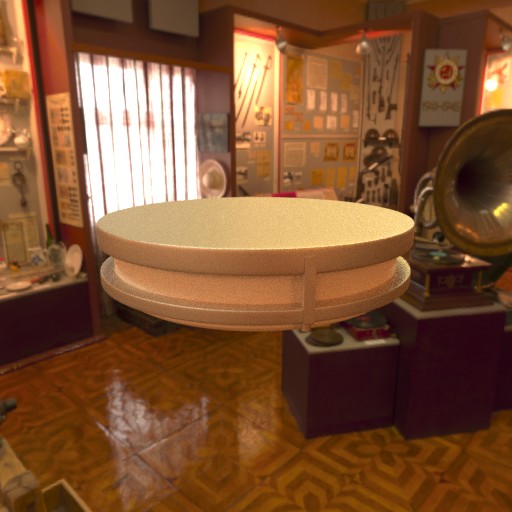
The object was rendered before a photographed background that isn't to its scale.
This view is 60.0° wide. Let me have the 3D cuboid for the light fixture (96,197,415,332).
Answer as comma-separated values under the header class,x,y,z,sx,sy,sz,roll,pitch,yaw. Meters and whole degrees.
class,x,y,z,sx,sy,sz,roll,pitch,yaw
light fixture,0.000,0.000,0.534,0.356,0.102,0.356,0,14,0
